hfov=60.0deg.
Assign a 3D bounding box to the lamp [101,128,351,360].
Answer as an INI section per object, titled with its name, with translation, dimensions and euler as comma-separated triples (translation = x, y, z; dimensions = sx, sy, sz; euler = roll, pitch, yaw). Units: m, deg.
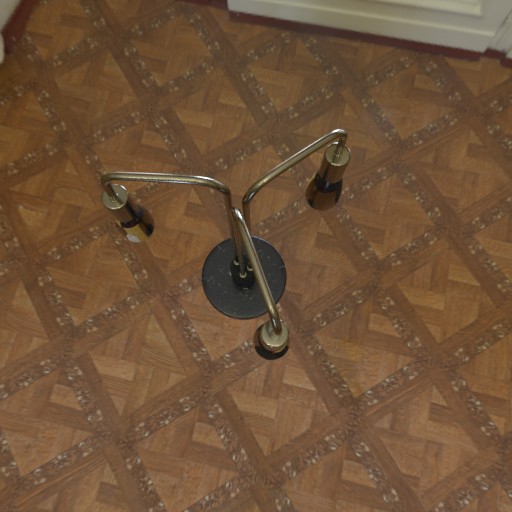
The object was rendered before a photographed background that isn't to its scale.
[lamp]
translation = 0.000, 0.000, 0.820
dimensions = 0.368, 0.560, 0.355
euler = -32, 78, -8
